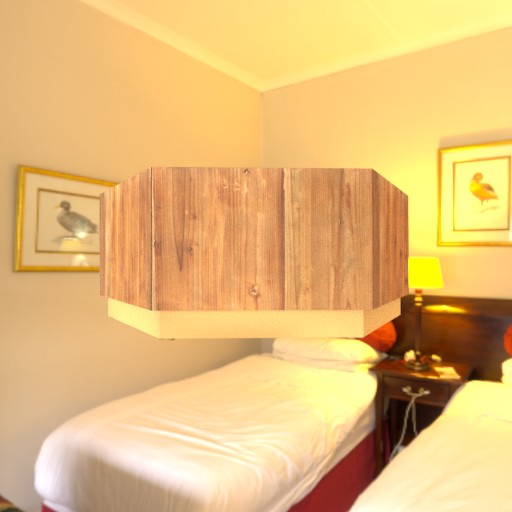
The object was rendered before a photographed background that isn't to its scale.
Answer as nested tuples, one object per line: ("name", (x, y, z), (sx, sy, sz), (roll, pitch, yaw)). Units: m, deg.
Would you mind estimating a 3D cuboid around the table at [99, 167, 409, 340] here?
("table", (0.000, 0.000, 1.653), (1.154, 0.456, 1.000), (0, 0, -2))
